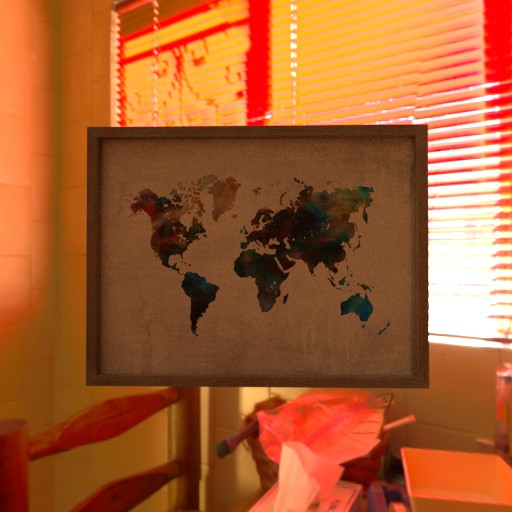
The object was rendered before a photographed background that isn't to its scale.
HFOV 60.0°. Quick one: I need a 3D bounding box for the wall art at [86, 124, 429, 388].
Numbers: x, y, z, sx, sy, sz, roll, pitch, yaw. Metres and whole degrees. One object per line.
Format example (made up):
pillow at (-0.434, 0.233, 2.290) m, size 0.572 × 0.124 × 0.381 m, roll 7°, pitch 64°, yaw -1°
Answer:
wall art at (0.000, 0.000, 1.743) m, size 1.320 × 1.009 × 0.070 m, roll 0°, pitch -1°, yaw 2°
